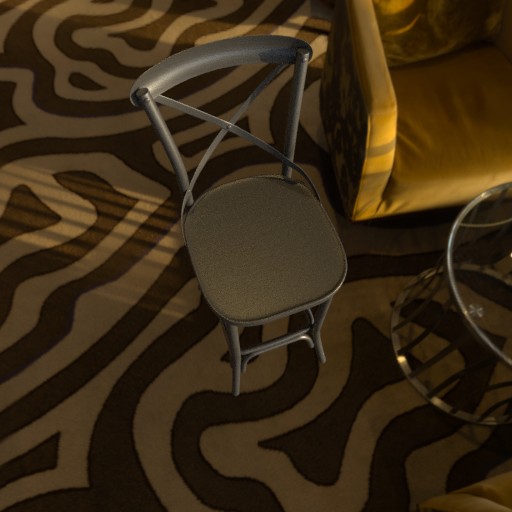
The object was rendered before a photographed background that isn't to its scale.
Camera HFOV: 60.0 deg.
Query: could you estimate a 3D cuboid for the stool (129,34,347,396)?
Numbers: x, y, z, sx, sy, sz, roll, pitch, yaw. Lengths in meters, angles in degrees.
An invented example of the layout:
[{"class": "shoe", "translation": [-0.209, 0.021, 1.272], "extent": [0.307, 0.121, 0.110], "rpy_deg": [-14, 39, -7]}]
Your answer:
[{"class": "stool", "translation": [0.000, 0.000, 1.438], "extent": [0.457, 1.168, 0.584], "rpy_deg": [-18, 64, -9]}]
